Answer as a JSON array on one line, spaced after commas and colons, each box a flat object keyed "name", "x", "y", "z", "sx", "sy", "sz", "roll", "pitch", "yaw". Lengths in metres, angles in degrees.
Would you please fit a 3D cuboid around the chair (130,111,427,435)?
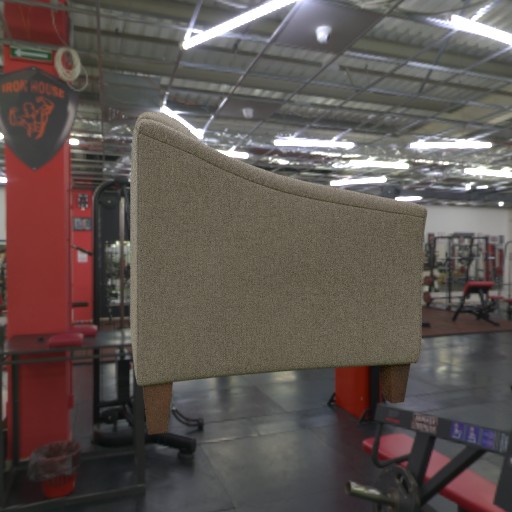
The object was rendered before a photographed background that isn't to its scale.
[{"name": "chair", "x": 0.000, "y": 0.000, "z": 1.462, "sx": 0.787, "sy": 0.839, "sz": 0.763, "roll": 0, "pitch": 0, "yaw": -17}]
